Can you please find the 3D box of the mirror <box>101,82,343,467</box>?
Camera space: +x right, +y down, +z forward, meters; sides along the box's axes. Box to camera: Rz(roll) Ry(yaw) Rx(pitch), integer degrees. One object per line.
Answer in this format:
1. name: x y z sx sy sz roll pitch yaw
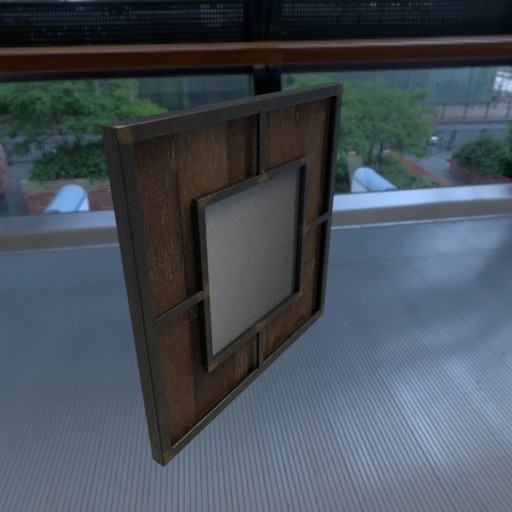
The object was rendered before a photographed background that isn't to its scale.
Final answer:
1. mirror: 0.000 0.000 0.562 0.020 0.381 0.382 18 32 32
